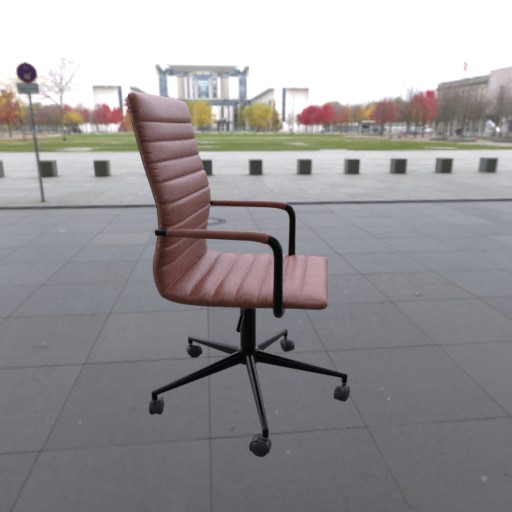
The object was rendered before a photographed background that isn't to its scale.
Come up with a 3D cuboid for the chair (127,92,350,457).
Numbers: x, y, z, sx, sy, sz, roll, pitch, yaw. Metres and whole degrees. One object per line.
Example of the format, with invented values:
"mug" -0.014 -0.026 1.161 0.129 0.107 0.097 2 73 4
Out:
"chair" 0.000 0.000 1.276 0.578 0.878 0.600 2 16 8
